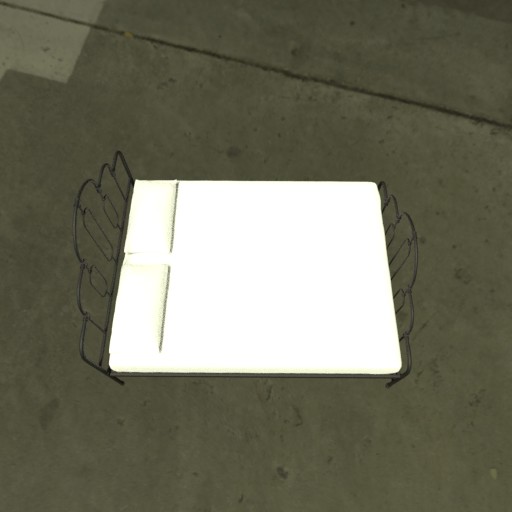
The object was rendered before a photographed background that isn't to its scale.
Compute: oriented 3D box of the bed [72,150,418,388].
[{"bbox_3d":[0.000,0.000,3.258,2.163,1.429,1.640,0,64,0],"label":"bed"}]
